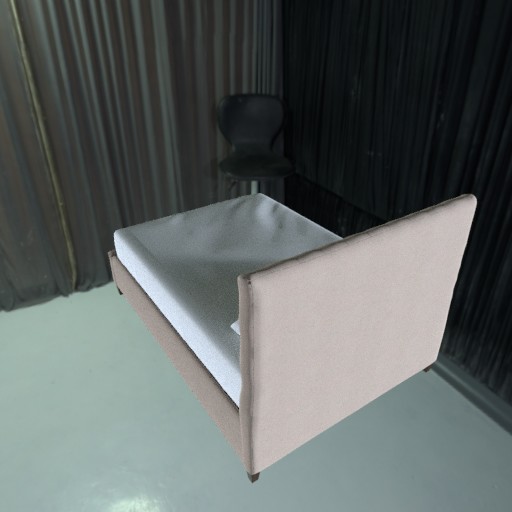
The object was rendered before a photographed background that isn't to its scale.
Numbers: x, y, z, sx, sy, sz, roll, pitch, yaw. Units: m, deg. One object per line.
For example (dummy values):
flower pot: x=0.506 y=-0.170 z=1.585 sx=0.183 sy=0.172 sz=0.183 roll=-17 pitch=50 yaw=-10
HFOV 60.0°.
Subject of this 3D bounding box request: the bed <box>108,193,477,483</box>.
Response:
bed: x=0.000 y=0.000 z=3.468 sx=1.698 sy=1.427 sz=2.387 roll=-19 pitch=35 yaw=-29
